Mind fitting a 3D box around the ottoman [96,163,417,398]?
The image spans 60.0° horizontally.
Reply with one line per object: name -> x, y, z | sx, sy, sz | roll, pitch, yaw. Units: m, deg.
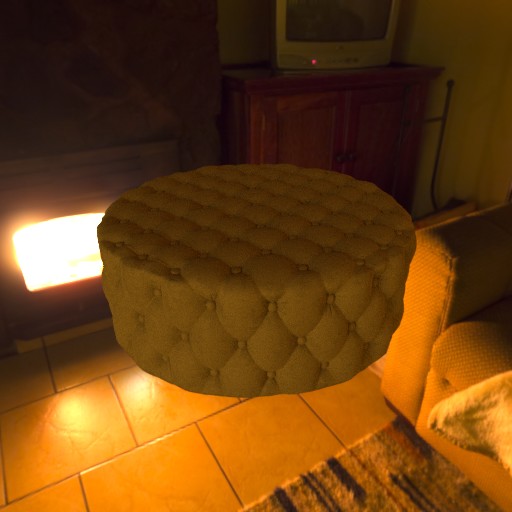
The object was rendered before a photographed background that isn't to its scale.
ottoman -> 0.000, 0.000, 1.498 | 0.998, 0.399, 0.998 | 0, 28, 0
